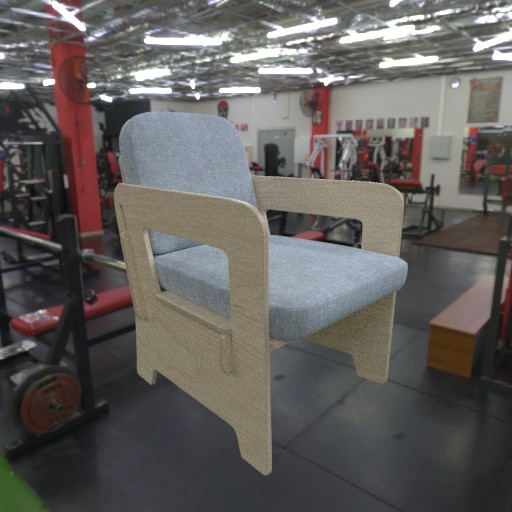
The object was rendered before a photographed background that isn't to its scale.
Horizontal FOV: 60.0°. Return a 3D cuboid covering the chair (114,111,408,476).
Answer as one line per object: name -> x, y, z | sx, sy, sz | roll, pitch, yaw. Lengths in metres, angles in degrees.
chair -> 0.000, 0.000, 1.258 | 0.710, 0.800, 0.590 | 13, 19, 42
